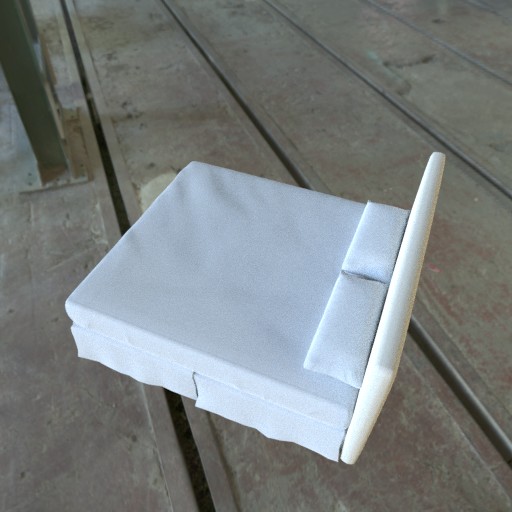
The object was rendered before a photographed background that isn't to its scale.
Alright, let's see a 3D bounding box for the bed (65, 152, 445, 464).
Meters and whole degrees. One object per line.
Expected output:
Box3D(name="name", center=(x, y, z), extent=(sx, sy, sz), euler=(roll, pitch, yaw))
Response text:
Box3D(name="bed", center=(0.000, 0.000, 3.516), extent=(2.341, 1.317, 2.119), euler=(17, 49, 16))
